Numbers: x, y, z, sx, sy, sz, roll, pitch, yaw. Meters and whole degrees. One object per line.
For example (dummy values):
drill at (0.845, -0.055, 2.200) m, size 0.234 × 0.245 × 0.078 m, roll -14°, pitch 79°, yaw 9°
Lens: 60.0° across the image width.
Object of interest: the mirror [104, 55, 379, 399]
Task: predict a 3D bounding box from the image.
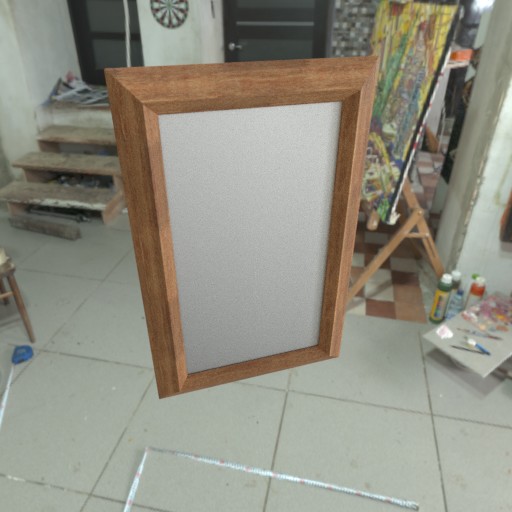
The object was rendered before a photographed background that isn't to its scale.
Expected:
mirror at (0.000, 0.000, 1.253) m, size 0.651 × 1.010 × 0.047 m, roll -9°, pitch 33°, yaw -15°
